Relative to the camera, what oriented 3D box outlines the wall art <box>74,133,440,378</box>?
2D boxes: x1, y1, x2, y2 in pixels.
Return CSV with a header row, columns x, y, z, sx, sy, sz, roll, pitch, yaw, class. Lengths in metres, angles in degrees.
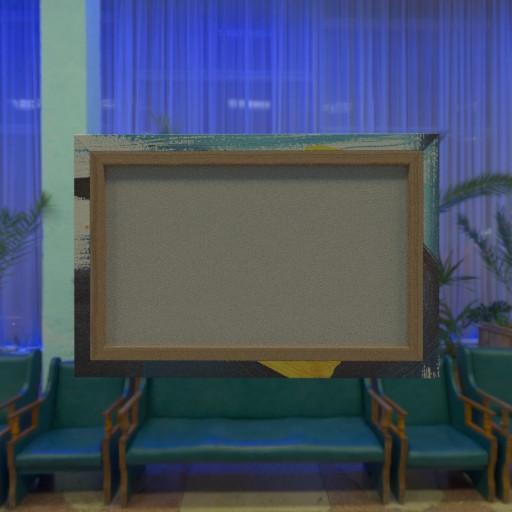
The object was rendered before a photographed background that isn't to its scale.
x,y,z,sx,sy,sz,roll,pitch,yaw,class
0.000,0.000,1.127,0.914,0.610,0.039,0,0,1,wall art
